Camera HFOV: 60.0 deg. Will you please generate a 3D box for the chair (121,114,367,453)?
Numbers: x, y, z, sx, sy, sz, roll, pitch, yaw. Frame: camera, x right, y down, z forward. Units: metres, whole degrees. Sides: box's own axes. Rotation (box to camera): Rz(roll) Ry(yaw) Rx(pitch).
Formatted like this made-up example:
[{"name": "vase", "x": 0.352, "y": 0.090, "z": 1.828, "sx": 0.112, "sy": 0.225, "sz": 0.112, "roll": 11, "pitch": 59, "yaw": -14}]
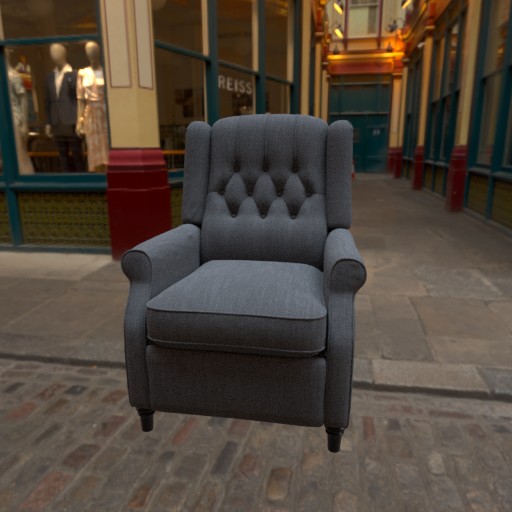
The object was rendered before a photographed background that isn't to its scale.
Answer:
[{"name": "chair", "x": 0.000, "y": 0.000, "z": 1.629, "sx": 0.742, "sy": 1.035, "sz": 0.898, "roll": 2, "pitch": 15, "yaw": 9}]
